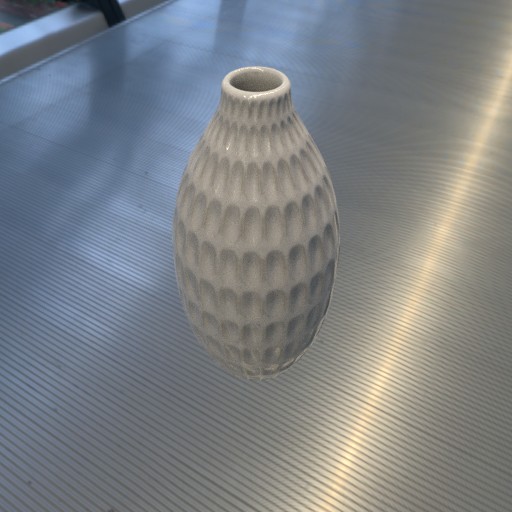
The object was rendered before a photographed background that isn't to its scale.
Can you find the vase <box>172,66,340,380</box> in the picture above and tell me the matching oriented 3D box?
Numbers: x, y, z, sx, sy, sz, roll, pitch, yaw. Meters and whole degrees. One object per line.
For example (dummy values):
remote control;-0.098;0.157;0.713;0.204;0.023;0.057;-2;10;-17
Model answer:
vase;0.000;0.000;0.347;0.127;0.282;0.127;0;46;0
